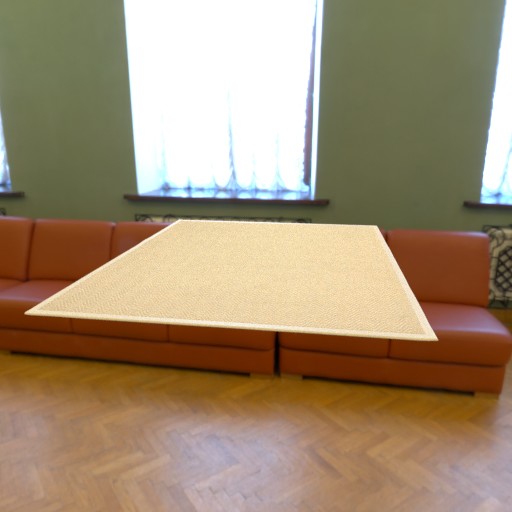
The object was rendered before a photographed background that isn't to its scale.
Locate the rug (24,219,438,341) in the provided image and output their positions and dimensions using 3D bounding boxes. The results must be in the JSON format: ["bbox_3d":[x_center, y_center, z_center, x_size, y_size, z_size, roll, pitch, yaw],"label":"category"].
[{"bbox_3d":[0.000,0.000,3.959,2.423,0.019,3.009,2,16,8],"label":"rug"}]
